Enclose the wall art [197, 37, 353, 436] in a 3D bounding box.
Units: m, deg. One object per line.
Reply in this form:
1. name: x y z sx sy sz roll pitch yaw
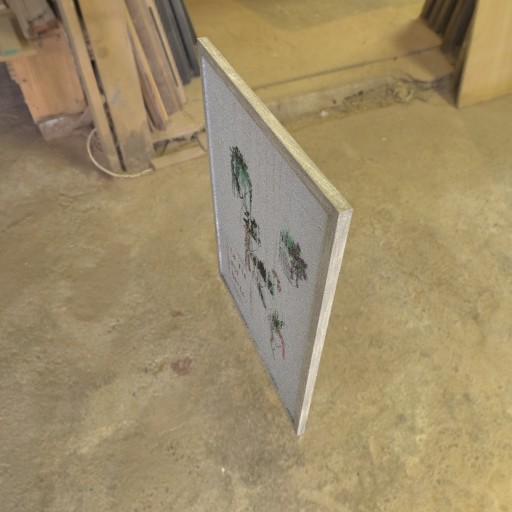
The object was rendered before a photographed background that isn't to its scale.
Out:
1. wall art: 0.000 0.000 1.375 0.035 1.022 0.781 -18 50 -15
